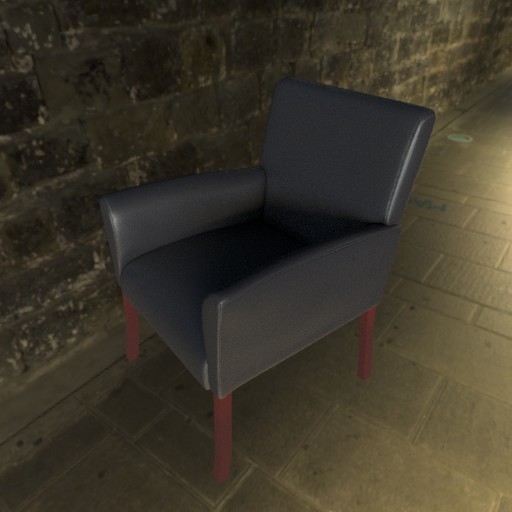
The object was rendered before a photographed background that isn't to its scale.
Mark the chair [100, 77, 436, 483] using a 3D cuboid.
[{"bbox_3d":[0.000,0.000,1.455,0.772,0.951,0.683,-22,38,-31],"label":"chair"}]
